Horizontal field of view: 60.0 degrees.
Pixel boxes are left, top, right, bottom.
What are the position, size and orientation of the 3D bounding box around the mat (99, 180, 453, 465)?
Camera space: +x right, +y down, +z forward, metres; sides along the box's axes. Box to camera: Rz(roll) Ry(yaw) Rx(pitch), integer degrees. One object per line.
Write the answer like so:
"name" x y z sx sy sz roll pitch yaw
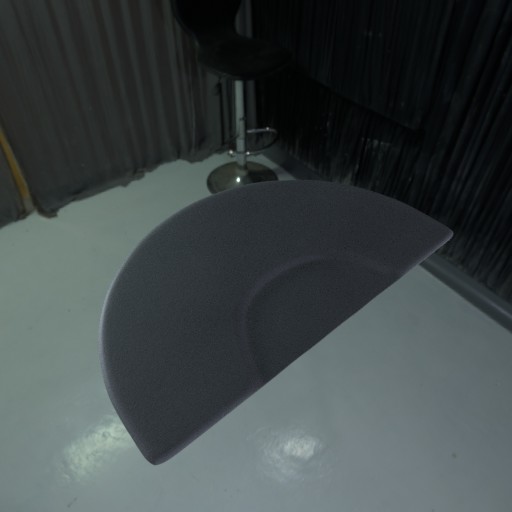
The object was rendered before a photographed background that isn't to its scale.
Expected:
"mat" 0.000 0.000 1.826 1.525 0.016 0.917 -31 53 -27
